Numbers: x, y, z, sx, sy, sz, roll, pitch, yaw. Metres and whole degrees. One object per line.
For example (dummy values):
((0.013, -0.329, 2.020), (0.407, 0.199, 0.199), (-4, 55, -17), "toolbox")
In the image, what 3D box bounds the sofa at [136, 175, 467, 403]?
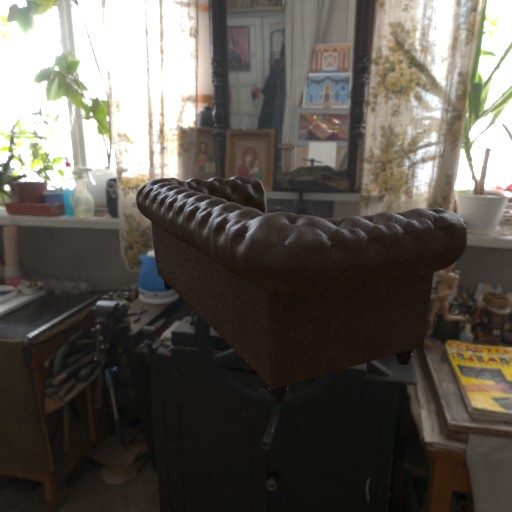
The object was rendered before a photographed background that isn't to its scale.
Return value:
((0.000, 0.000, 2.540), (0.955, 0.784, 2.048), (-8, 17, -26), "sofa")
